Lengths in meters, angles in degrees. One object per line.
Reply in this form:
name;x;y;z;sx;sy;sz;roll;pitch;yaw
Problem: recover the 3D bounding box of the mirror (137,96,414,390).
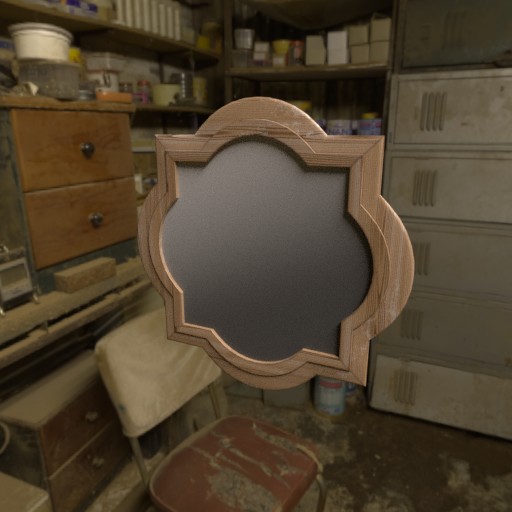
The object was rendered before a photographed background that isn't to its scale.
mirror;0.000;0.000;1.039;0.686;0.686;0.019;7;17;24
